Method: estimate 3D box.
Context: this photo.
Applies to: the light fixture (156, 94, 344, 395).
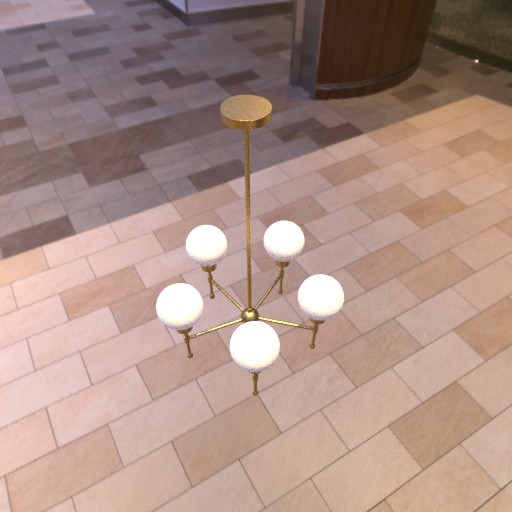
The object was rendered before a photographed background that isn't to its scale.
[{"bbox_3d":[0.000,0.000,1.850,0.785,1.331,0.815,10,48,9],"label":"light fixture"}]
